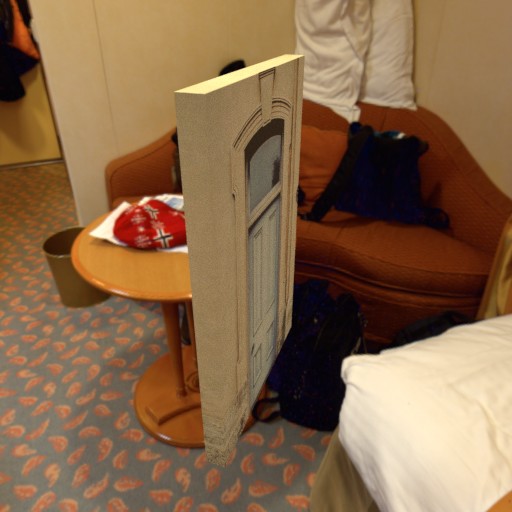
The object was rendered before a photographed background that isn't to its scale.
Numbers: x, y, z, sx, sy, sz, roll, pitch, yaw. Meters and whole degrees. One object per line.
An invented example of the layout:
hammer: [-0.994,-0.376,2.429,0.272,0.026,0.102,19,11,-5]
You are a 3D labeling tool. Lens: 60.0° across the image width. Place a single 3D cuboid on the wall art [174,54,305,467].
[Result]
wall art: [0.000,0.000,0.774,0.036,0.607,0.403,10,31,17]
